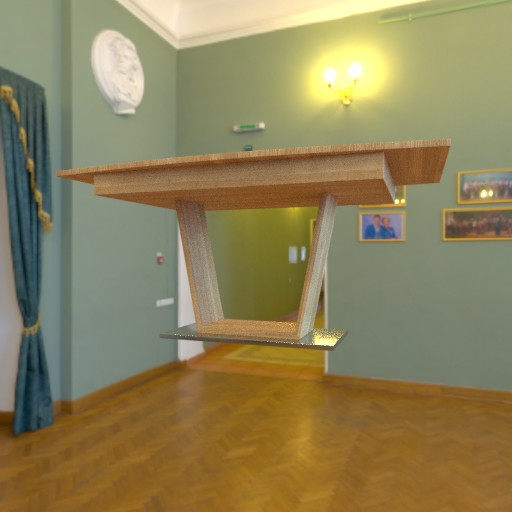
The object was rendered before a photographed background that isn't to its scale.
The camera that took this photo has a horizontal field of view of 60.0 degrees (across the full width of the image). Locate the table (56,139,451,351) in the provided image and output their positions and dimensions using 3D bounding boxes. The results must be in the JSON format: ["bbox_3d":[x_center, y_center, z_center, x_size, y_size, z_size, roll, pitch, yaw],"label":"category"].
[{"bbox_3d":[0.000,0.000,2.044,1.598,0.748,0.900,0,0,20],"label":"table"}]
